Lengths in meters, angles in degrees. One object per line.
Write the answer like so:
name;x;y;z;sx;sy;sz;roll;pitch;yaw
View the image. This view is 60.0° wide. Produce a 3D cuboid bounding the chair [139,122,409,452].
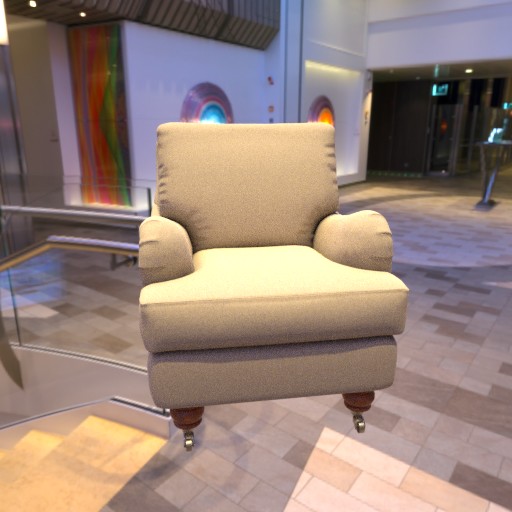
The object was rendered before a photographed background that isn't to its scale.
chair;0.000;0.000;1.857;0.895;1.076;1.078;-2;16;-8
